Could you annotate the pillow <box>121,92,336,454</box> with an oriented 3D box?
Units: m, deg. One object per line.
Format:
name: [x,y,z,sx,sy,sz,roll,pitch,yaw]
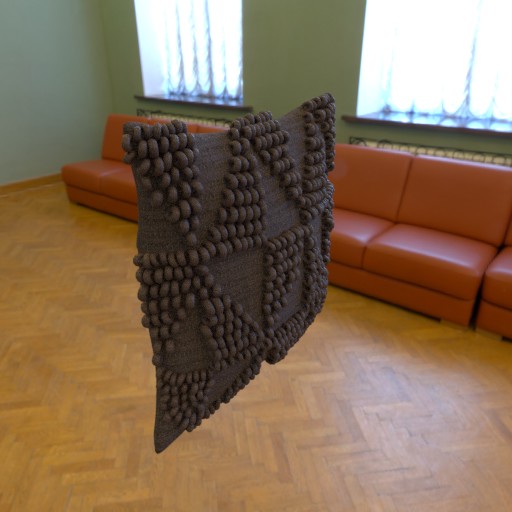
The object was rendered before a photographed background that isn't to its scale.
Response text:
pillow: [0.000,0.000,0.713,0.172,0.467,0.470,17,30,32]
